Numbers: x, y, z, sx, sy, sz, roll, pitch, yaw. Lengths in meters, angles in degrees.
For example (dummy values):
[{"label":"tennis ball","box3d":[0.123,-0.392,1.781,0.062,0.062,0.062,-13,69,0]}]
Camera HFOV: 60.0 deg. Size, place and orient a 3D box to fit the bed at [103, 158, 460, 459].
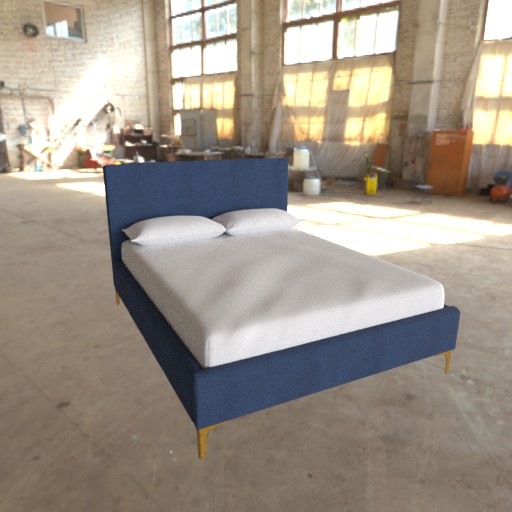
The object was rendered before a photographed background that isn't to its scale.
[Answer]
[{"label":"bed","box3d":[0.000,0.000,3.207,1.723,1.231,2.172,-8,18,-26]}]
